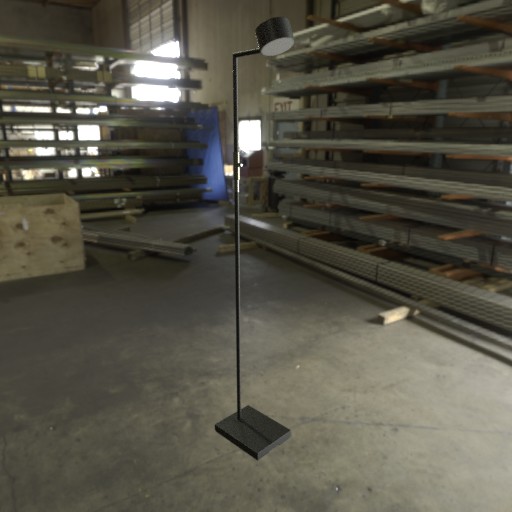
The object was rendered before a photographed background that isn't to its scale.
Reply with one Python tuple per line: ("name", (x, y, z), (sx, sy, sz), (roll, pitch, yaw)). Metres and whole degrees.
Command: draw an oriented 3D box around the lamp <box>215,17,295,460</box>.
("lamp", (0.000, 0.000, 1.686), (0.304, 1.600, 0.203), (14, 21, 43))
